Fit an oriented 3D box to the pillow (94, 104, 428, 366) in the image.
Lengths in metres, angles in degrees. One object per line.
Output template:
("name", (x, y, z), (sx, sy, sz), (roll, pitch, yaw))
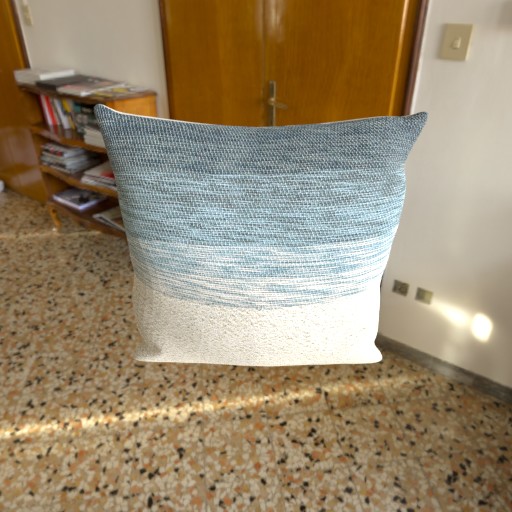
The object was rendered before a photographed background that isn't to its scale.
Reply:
("pillow", (0.000, 0.000, 0.672), (0.440, 0.441, 0.182), (1, 30, 1))
